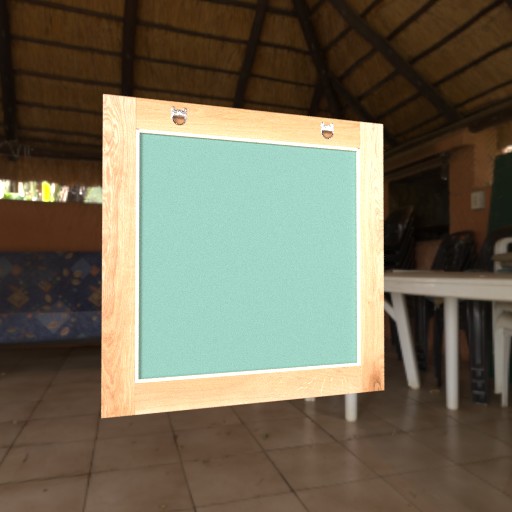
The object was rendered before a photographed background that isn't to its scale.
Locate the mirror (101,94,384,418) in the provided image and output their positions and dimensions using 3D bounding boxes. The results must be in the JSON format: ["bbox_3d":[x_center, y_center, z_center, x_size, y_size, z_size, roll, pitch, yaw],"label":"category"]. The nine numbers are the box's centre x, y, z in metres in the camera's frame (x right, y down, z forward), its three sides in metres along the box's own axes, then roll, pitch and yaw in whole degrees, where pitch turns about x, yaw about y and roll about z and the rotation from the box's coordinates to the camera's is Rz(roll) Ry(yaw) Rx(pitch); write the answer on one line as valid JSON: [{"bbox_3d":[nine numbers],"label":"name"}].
[{"bbox_3d":[0.000,0.000,1.221,0.800,0.800,0.020,0,-1,-17],"label":"mirror"}]
